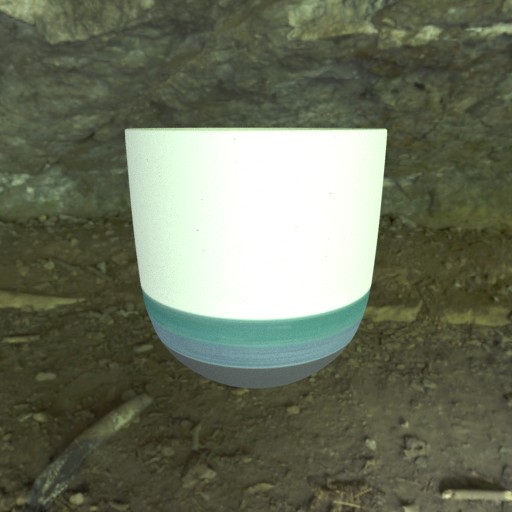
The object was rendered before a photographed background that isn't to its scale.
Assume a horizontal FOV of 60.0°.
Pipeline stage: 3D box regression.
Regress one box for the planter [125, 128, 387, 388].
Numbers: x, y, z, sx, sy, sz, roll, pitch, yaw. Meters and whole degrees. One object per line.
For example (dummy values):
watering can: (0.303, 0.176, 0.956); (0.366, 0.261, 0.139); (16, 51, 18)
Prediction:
planter: (0.000, 0.000, 0.387); (0.204, 0.214, 0.204); (0, 16, 0)
